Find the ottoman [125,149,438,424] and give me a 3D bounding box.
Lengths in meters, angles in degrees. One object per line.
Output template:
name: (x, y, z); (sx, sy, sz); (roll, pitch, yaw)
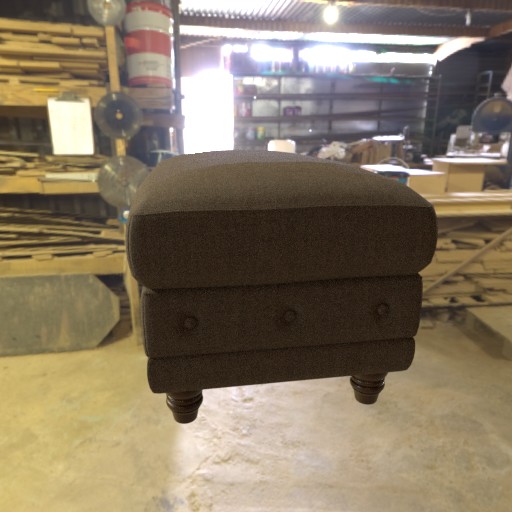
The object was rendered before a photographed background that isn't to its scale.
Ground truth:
ottoman: (0.000, 0.000, 1.221); (0.599, 0.555, 0.809); (-3, 17, -9)
